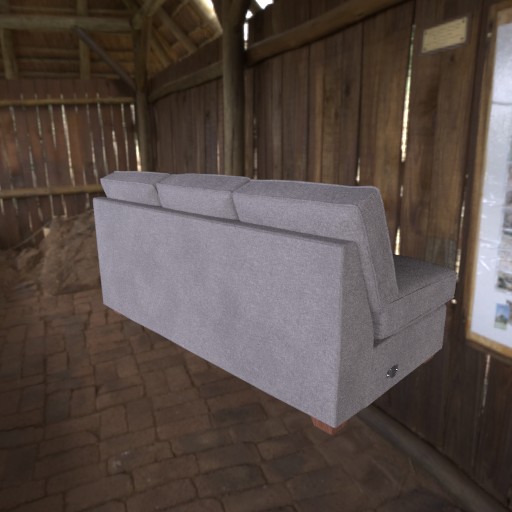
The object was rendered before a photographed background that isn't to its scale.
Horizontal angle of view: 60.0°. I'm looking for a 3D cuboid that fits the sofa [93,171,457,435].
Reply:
[{"bbox_3d":[0.000,0.000,2.568,1.027,0.973,1.962,-14,20,-43],"label":"sofa"}]
